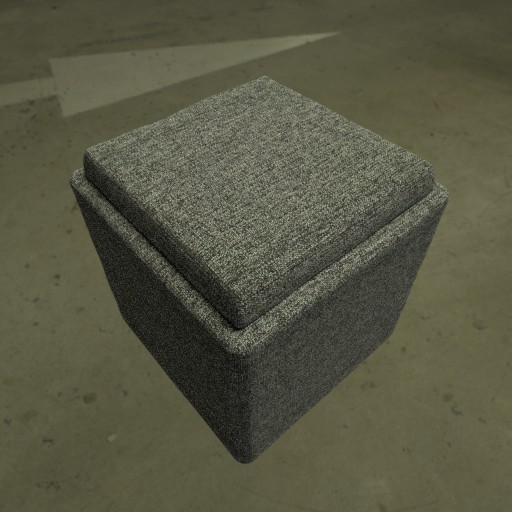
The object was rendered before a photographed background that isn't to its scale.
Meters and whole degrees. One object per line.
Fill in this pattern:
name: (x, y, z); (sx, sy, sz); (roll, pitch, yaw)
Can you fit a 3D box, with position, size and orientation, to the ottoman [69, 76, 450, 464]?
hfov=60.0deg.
ottoman: (0.000, 0.000, 0.835); (0.450, 0.463, 0.450); (-33, 56, -26)
